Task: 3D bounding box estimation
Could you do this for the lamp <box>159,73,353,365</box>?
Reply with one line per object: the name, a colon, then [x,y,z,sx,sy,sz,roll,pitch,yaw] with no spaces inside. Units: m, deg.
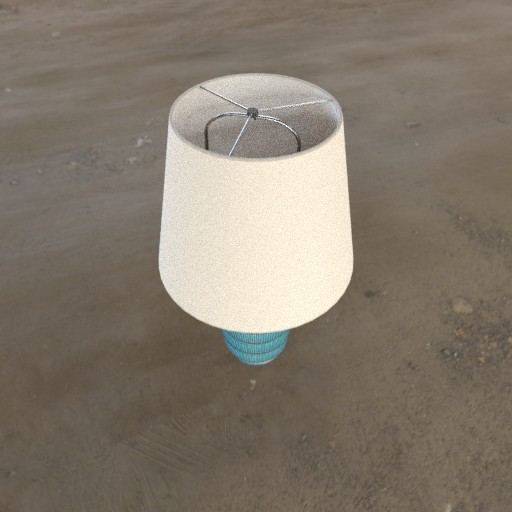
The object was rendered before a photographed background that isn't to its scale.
lamp: [0.000,0.000,0.823,0.355,0.582,0.355,0,46,0]
